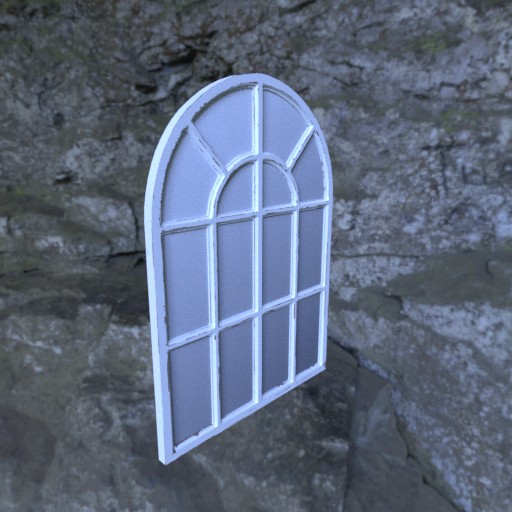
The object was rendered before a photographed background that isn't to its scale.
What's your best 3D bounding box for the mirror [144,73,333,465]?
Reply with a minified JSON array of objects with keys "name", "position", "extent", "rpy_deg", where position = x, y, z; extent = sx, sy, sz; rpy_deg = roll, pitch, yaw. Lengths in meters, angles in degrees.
[{"name":"mirror","position":[0.000,0.000,1.200],"extent":[0.032,0.920,0.660],"rpy_deg":[13,20,42]}]
